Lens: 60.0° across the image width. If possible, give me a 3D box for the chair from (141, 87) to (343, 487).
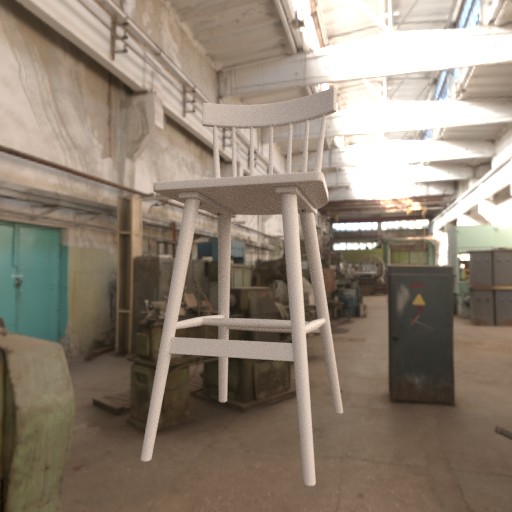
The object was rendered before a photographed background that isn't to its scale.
[{"bbox_3d":[0.000,0.000,1.377,0.483,1.092,0.572,-1,-2,18],"label":"chair"}]
